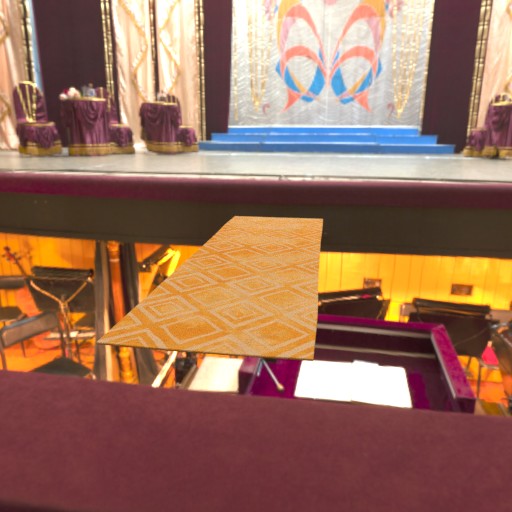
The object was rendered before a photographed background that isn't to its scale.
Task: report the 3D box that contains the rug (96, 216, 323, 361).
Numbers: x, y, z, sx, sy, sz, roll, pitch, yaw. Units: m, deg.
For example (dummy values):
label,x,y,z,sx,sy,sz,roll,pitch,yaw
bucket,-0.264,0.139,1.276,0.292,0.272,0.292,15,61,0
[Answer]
label,x,y,z,sx,sy,sz,roll,pitch,yaw
rug,0.000,0.000,2.663,0.775,0.010,2.438,2,16,9
